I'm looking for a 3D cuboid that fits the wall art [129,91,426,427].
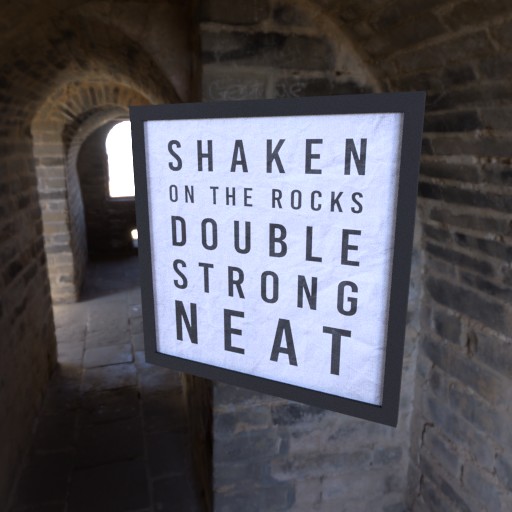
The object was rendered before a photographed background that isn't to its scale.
[{"bbox_3d":[0.000,0.000,0.687,0.456,0.458,0.013,7,15,25],"label":"wall art"}]
